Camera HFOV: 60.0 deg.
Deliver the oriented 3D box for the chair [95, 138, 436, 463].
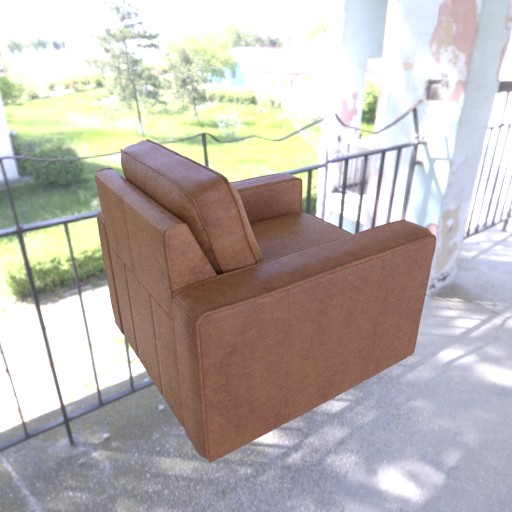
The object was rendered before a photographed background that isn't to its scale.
[{"bbox_3d":[0.000,0.000,1.774,1.027,0.901,0.987,-18,32,-32],"label":"chair"}]
